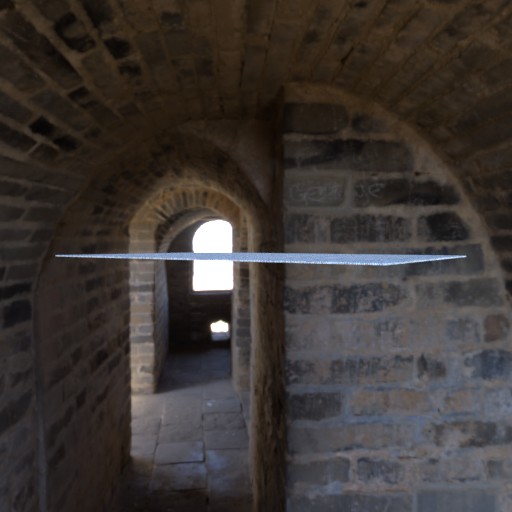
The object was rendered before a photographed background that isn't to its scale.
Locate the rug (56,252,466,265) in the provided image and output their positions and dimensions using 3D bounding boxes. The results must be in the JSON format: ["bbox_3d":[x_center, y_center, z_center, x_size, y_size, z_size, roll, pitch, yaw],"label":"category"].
[{"bbox_3d":[0.000,0.000,2.255,1.752,0.006,1.142,1,2,36],"label":"rug"}]
